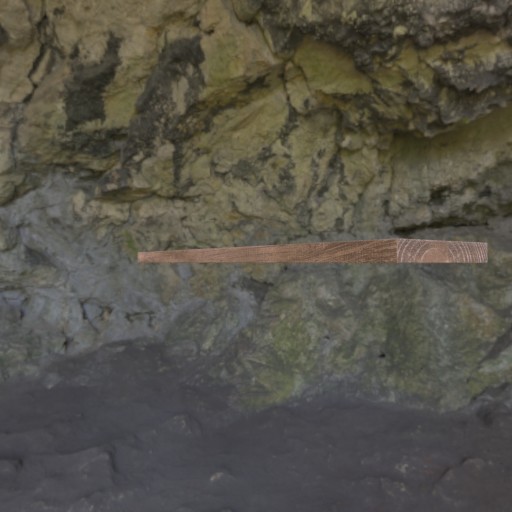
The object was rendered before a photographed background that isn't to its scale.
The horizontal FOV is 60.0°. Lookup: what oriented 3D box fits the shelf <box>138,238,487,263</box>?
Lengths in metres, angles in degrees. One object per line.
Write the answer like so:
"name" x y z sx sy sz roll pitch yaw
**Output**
"shelf" 0.000 0.000 0.653 0.140 0.020 0.610 1 -1 -35
